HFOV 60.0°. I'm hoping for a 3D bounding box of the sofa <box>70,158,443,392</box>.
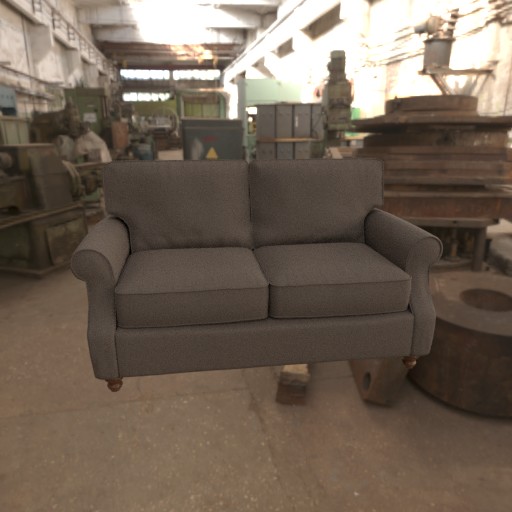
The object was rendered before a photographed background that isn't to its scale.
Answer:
[{"bbox_3d":[0.000,0.000,2.281,1.665,0.937,0.964,-2,17,-8],"label":"sofa"}]
